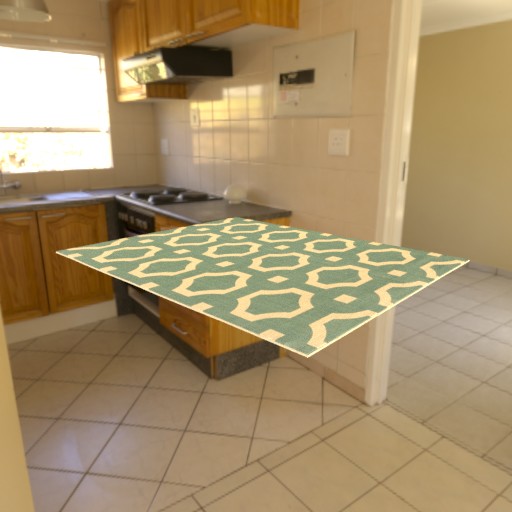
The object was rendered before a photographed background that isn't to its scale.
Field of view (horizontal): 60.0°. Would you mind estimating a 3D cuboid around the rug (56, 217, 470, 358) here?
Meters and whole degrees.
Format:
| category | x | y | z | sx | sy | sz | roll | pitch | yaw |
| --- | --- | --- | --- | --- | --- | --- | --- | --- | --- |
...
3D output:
| category | x | y | z | sx | sy | sz | roll | pitch | yaw |
| --- | --- | --- | --- | --- | --- | --- | --- | --- | --- |
| rug | 0.000 | 0.000 | 4.190 | 3.049 | 0.021 | 2.466 | 14 | 21 | 41 |
